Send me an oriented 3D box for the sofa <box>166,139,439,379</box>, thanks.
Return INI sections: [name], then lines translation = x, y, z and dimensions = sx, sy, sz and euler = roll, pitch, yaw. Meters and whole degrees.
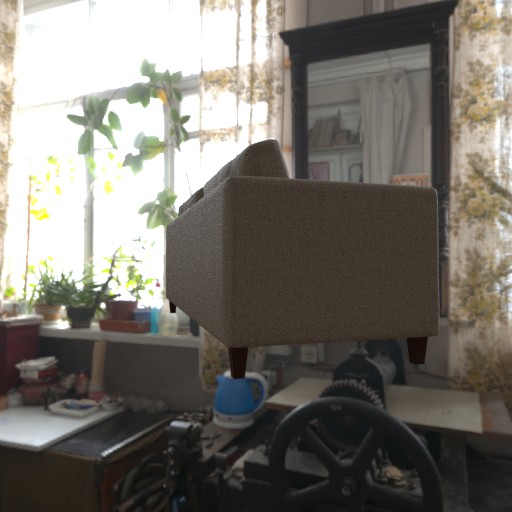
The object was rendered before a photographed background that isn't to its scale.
[sofa]
translation = 0.000, 0.000, 2.894
dimensions = 0.951, 0.965, 2.434
euler = 0, -1, -17
